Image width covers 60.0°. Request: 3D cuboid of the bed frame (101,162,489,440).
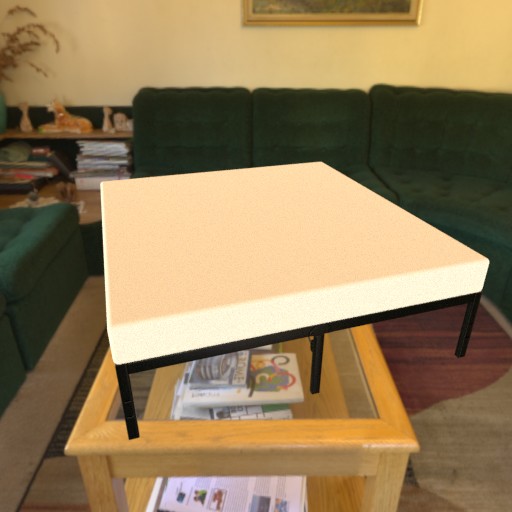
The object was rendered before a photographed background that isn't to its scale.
[{"bbox_3d":[0.000,0.000,3.099,1.963,0.659,2.079,-8,28,-16],"label":"bed frame"}]
